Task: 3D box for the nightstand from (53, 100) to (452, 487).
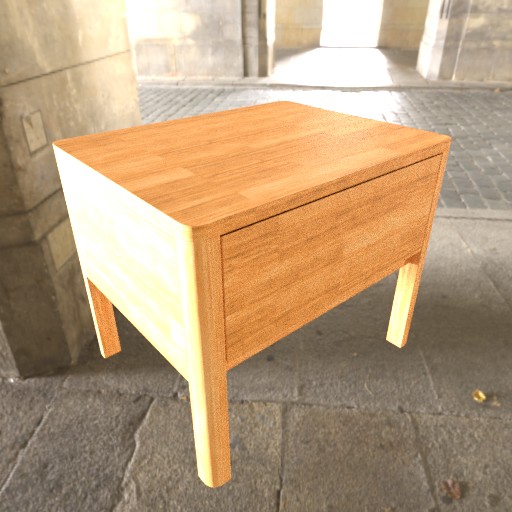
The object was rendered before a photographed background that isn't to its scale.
[{"bbox_3d":[0.000,0.000,0.892,0.560,0.470,0.440,-23,37,-34],"label":"nightstand"}]
